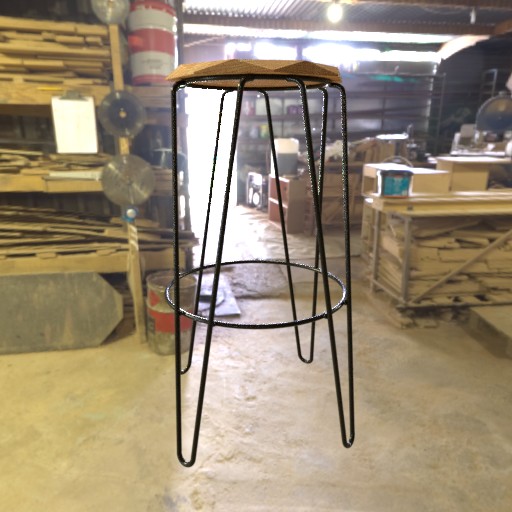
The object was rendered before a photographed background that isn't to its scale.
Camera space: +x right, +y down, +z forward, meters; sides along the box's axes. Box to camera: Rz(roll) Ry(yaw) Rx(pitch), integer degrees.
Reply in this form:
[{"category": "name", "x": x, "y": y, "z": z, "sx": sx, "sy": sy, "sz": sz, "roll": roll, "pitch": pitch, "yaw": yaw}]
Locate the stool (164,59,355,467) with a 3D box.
[{"category": "stool", "x": 0.000, "y": 0.000, "z": 0.784, "sx": 0.326, "sy": 0.610, "sz": 0.326, "roll": -3, "pitch": 17, "yaw": -9}]
